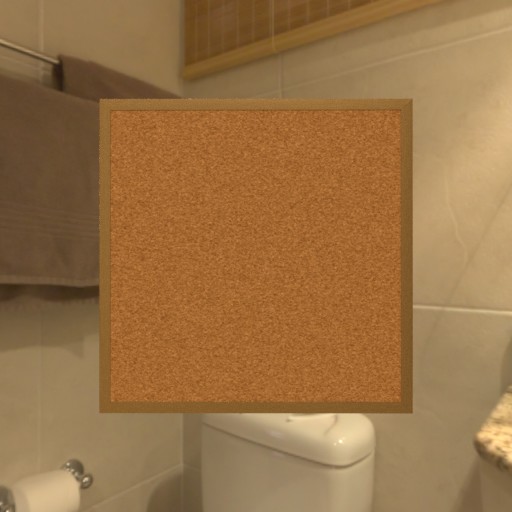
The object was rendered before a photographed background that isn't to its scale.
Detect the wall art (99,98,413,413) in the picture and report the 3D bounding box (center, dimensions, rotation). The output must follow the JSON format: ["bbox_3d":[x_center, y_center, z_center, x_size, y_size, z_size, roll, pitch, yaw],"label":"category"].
[{"bbox_3d":[0.000,0.000,0.449,0.304,0.305,0.038,0,0,0],"label":"wall art"}]
